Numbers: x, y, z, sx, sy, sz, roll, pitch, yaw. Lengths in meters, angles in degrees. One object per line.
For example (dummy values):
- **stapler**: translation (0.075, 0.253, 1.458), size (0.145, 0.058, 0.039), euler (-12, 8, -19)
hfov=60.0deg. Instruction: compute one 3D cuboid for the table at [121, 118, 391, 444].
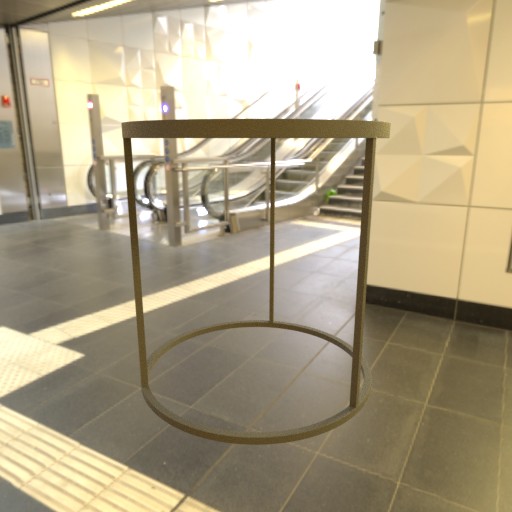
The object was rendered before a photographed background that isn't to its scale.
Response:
- **table**: translation (0.000, 0.000, 0.870), size (0.470, 0.498, 0.470), euler (0, 15, 0)
